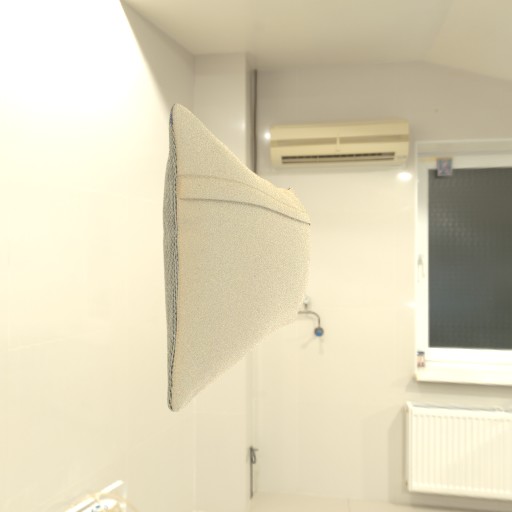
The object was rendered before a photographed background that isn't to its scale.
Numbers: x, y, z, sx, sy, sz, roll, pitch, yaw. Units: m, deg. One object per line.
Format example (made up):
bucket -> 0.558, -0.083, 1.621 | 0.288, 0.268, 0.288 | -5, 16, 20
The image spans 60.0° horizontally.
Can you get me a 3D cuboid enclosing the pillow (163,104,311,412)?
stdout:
pillow -> 0.000, 0.000, 0.720 | 0.148, 0.307, 0.604 | 0, 0, 16
